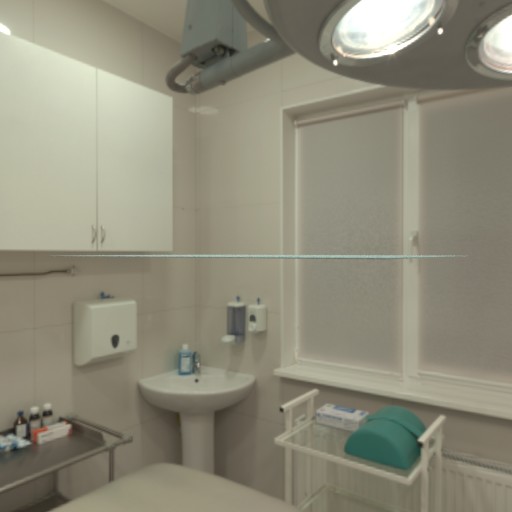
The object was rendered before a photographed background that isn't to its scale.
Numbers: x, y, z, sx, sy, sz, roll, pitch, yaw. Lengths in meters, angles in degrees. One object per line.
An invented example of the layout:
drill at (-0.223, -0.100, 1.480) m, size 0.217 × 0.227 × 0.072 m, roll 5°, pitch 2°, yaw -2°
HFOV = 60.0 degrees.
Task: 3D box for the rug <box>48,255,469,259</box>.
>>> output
rug at (0.000, 0.000, 3.687) m, size 2.895 × 0.006 × 1.982 m, roll 0°, pitch 1°, yaw 36°
